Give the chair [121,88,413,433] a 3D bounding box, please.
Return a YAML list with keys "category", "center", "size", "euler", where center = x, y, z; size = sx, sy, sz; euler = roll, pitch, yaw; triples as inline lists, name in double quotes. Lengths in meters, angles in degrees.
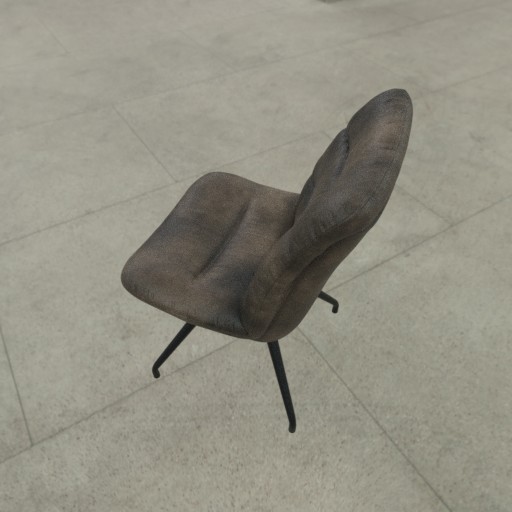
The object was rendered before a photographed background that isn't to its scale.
- category: "chair"
  center: [0.000, 0.000, 1.227]
  size: [0.622, 0.870, 0.549]
  euler: [17, 48, 15]
